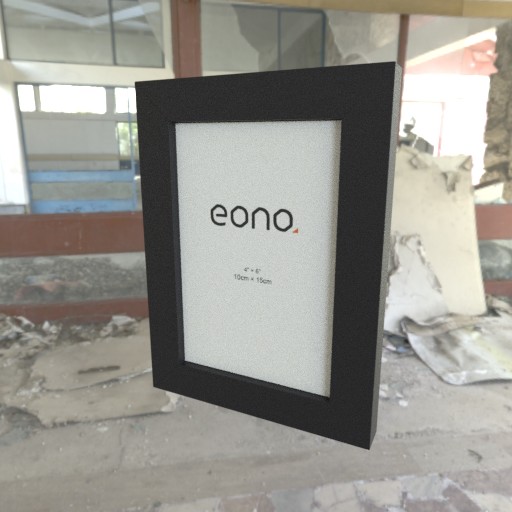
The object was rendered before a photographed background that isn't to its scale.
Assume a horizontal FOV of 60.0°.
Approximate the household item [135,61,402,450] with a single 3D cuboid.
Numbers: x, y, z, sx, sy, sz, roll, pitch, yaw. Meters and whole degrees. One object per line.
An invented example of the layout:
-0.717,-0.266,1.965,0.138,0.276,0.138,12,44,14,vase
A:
0.000,0.000,0.233,0.133,0.178,0.022,7,15,26,household item
